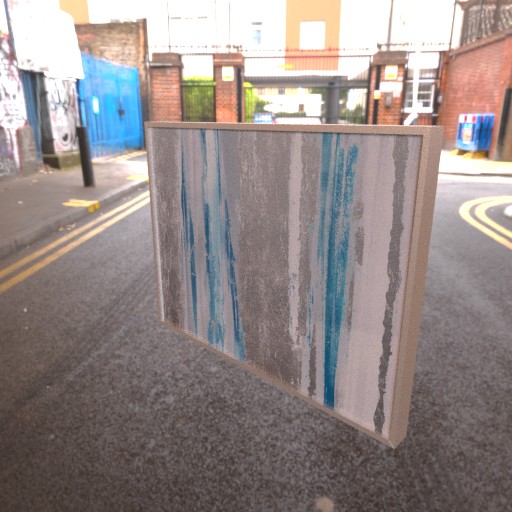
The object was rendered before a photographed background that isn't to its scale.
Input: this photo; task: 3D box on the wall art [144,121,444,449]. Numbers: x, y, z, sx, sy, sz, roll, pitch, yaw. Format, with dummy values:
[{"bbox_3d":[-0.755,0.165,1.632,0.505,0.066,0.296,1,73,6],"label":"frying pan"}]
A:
[{"bbox_3d":[0.000,0.000,1.398,1.056,0.801,0.066,16,24,41],"label":"wall art"}]
